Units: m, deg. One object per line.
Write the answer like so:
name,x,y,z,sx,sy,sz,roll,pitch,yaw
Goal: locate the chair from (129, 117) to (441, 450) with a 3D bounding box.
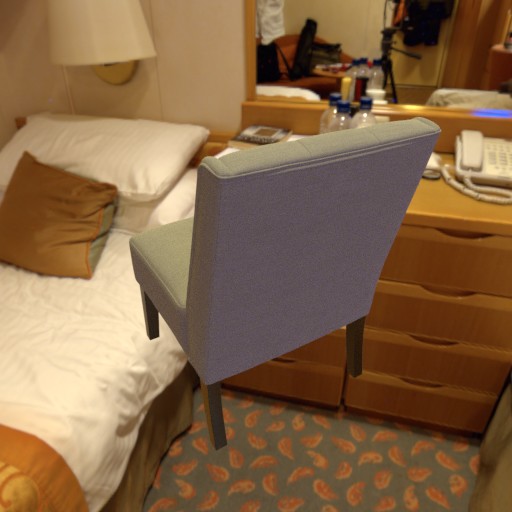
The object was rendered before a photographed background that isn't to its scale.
chair,0.000,0.000,1.295,0.569,0.853,0.676,-18,35,-27
